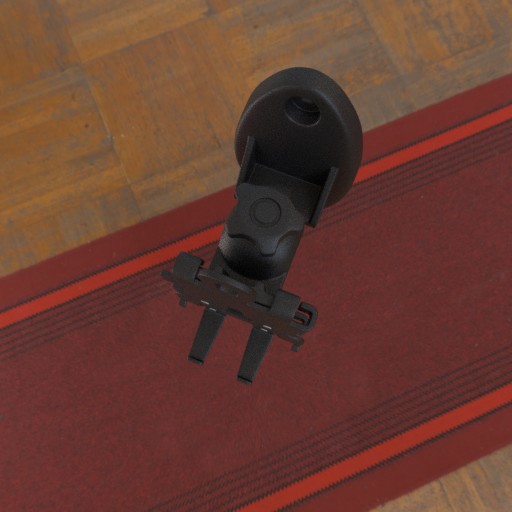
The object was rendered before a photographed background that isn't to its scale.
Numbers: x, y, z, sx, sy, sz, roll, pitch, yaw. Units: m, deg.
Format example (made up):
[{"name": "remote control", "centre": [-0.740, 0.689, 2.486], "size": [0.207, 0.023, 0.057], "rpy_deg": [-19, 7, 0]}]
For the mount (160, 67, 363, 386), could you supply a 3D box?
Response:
[{"name": "mount", "centre": [0.000, 0.000, 0.179], "size": [0.066, 0.118, 0.100], "rpy_deg": [21, 77, 5]}]
